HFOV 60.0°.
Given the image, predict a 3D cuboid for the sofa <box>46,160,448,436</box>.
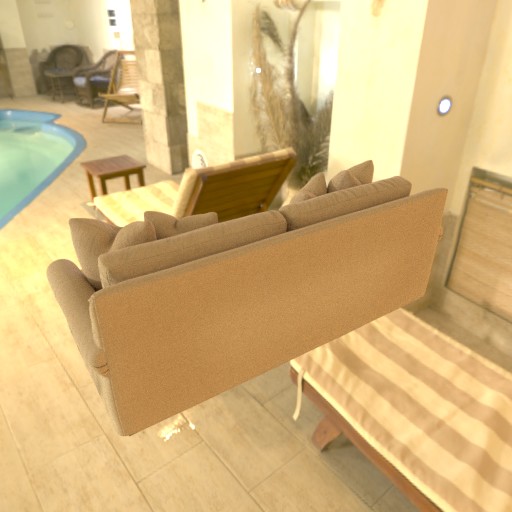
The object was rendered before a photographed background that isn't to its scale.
[{"bbox_3d":[0.000,0.000,2.741,2.285,0.904,1.067,-18,33,-29],"label":"sofa"}]
